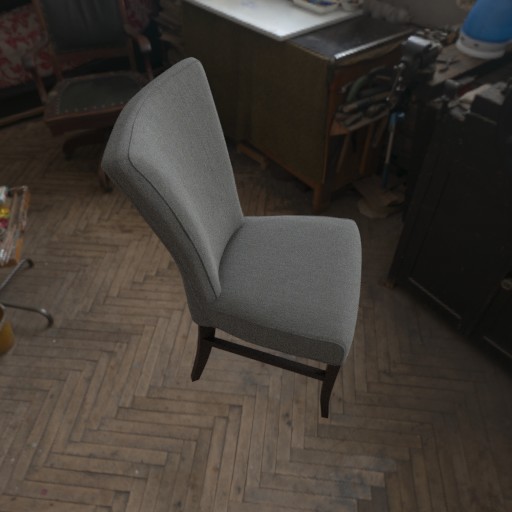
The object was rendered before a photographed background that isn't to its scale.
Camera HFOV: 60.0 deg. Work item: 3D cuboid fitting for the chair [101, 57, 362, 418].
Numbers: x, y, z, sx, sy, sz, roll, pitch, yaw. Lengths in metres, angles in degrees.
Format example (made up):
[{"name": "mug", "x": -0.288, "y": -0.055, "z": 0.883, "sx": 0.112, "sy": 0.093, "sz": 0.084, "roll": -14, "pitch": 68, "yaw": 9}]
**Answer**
[{"name": "chair", "x": 0.000, "y": 0.000, "z": 1.376, "sx": 0.660, "sy": 0.991, "sz": 0.520, "roll": 9, "pitch": 47, "yaw": 8}]
